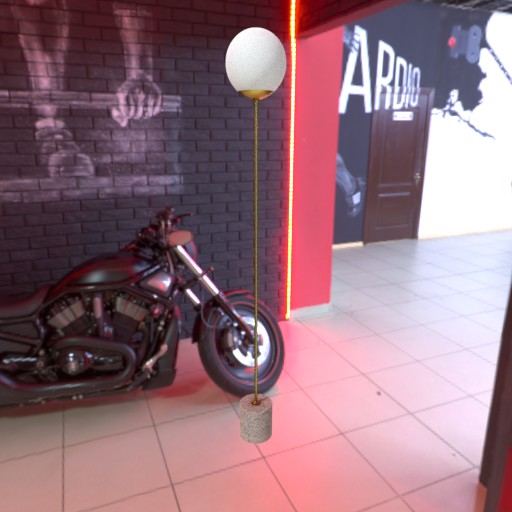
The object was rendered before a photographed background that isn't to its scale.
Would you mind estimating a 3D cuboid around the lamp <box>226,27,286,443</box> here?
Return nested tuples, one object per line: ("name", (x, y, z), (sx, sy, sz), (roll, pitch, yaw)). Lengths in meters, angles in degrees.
("lamp", (0.000, 0.000, 1.873), (0.229, 1.748, 0.229), (3, 16, 9))
